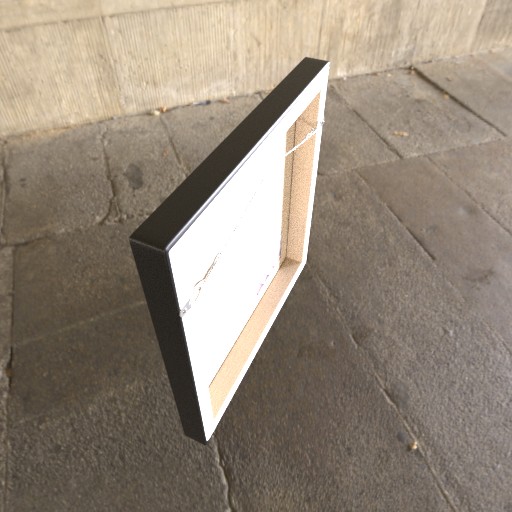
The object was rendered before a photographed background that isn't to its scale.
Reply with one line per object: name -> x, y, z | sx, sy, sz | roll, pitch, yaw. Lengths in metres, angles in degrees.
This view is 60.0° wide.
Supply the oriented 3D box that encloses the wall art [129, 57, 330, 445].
wall art -> 0.000, 0.000, 0.631 | 0.041, 0.407, 0.406 | 19, 49, 17
